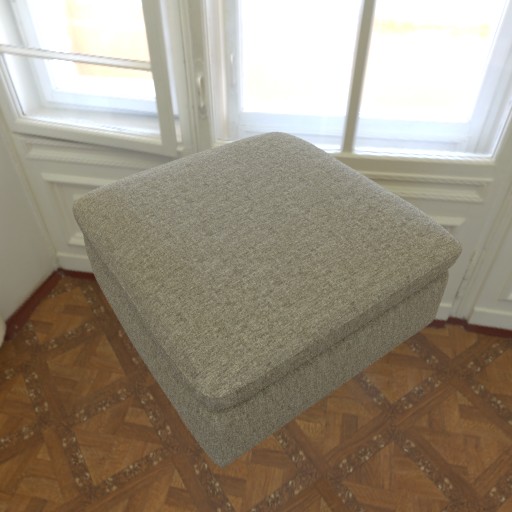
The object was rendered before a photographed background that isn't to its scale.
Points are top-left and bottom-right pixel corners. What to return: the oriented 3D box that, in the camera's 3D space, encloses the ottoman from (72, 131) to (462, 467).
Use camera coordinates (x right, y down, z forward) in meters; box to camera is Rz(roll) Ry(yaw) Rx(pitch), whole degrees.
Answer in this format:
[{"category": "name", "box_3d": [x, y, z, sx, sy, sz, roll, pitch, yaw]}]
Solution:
[{"category": "ottoman", "box_3d": [0.000, 0.000, 1.658, 1.035, 0.526, 1.039, -25, 47, -26]}]
